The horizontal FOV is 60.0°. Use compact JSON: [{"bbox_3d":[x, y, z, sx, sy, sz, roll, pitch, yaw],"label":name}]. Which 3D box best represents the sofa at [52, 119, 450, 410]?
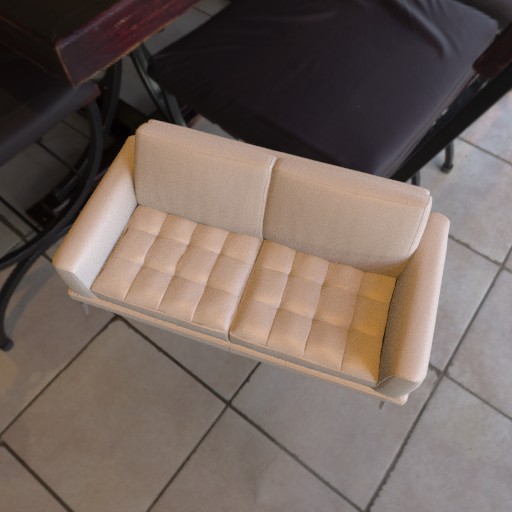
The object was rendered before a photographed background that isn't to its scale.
[{"bbox_3d":[0.000,0.000,2.716,2.177,0.930,1.121,16,62,9],"label":"sofa"}]
